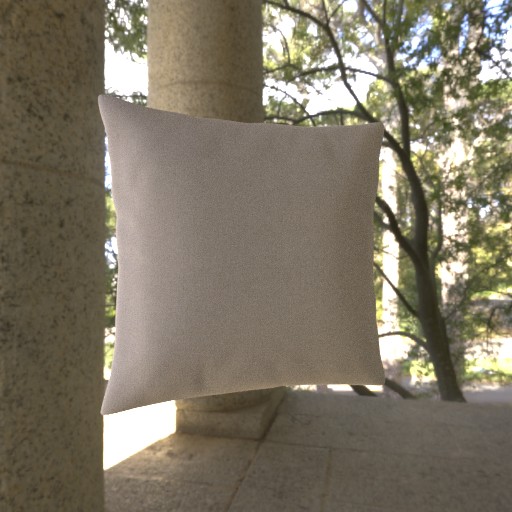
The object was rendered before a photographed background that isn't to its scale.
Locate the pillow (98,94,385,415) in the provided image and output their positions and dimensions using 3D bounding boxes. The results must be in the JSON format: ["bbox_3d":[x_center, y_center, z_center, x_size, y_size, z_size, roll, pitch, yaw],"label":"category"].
[{"bbox_3d":[0.000,0.000,0.780,0.523,0.510,0.166,0,0,-17],"label":"pillow"}]
